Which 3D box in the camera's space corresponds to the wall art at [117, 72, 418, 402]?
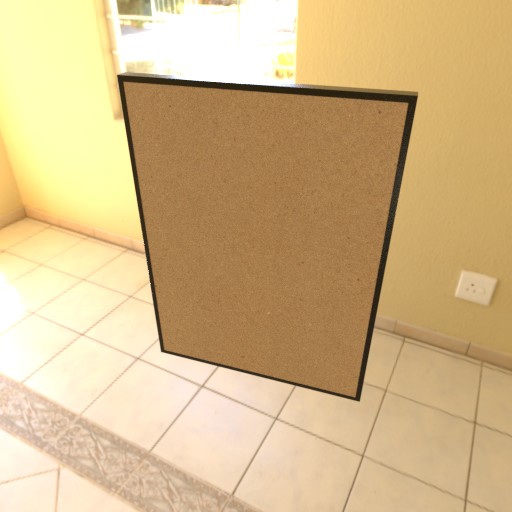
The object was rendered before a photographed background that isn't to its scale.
[{"bbox_3d":[0.000,0.000,1.409,0.788,1.046,0.043,10,34,15],"label":"wall art"}]
